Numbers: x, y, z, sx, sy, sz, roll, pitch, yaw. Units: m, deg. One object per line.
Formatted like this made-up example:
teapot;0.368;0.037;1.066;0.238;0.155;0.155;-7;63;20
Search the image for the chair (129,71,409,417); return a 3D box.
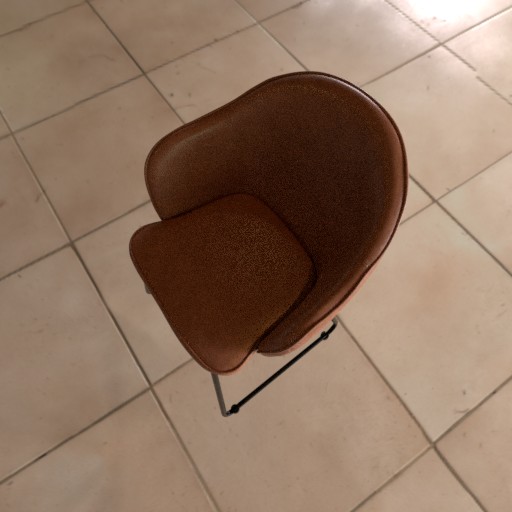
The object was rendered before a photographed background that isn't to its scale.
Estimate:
chair;0.000;0.000;1.174;0.580;0.785;0.582;-32;68;-15
